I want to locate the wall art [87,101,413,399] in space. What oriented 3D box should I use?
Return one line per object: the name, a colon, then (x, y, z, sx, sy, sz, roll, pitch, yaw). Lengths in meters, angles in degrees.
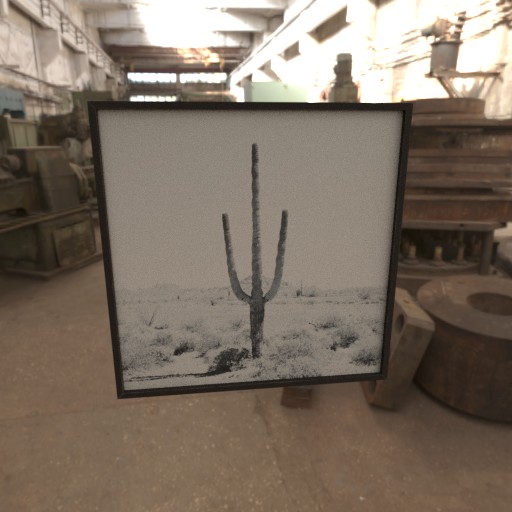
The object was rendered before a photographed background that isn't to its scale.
wall art: (0.000, 0.000, 0.775, 0.508, 0.508, 0.038, -2, 17, -7)
